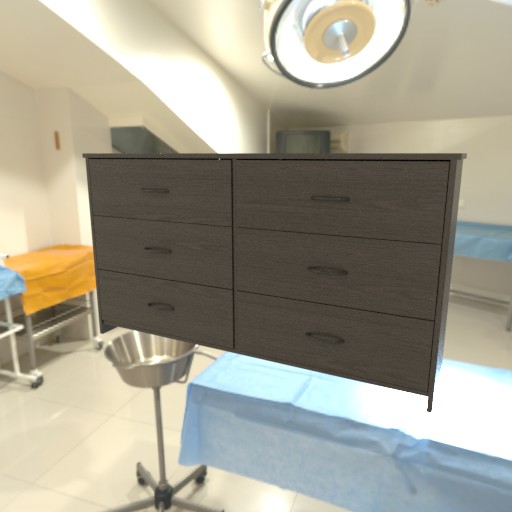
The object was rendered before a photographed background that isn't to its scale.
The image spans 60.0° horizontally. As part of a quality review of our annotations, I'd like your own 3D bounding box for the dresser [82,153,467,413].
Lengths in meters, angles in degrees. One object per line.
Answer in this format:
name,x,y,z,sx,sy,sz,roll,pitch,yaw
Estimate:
dresser,0.000,0.000,1.673,1.360,0.755,0.401,6,14,26
